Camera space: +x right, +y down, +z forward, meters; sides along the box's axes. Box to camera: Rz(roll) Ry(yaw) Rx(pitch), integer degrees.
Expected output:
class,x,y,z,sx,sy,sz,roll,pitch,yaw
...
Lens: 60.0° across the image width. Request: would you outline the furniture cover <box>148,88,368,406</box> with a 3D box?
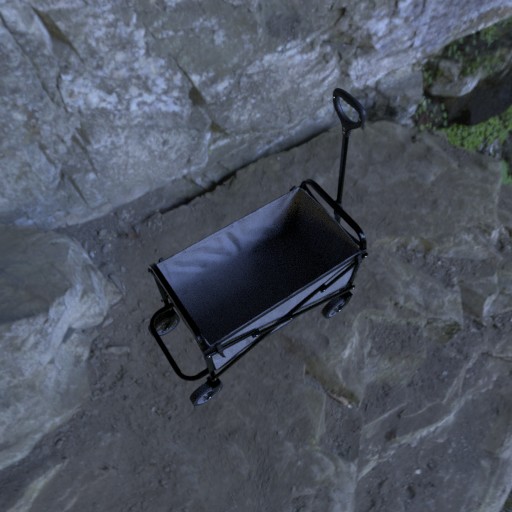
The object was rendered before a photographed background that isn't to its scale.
class,x,y,z,sx,sy,sz,roll,pitch,yaw
furniture cover,0.000,0.000,1.877,1.038,1.295,0.532,-30,63,-17
